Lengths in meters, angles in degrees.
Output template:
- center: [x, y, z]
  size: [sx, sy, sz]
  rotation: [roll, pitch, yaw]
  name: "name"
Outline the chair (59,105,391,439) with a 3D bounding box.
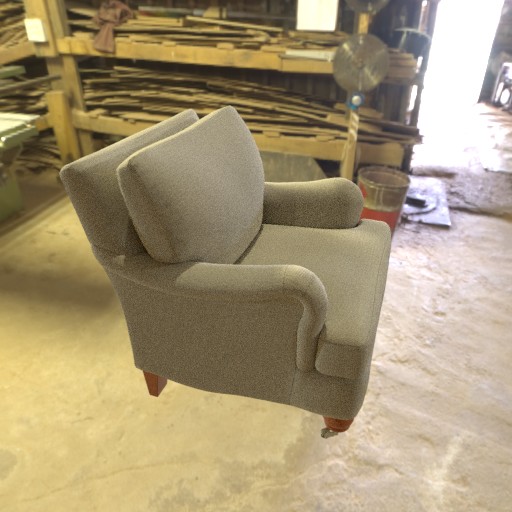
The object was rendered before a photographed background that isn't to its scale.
- center: [0.000, 0.000, 1.862]
  size: [1.070, 1.038, 0.955]
  rotation: [10, 32, 17]
  name: "chair"
